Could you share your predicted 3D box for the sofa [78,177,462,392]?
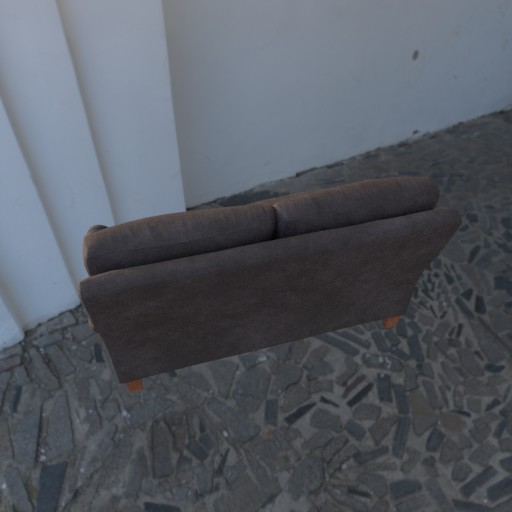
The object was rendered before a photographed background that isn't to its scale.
[{"bbox_3d":[0.000,0.000,2.607,1.853,1.101,1.084,-11,42,-13],"label":"sofa"}]
